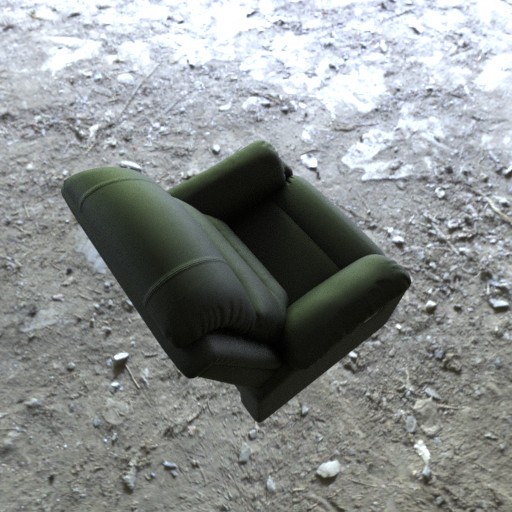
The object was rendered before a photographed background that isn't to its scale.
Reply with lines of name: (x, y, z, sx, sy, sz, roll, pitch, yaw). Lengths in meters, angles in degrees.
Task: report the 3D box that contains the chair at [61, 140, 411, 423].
chair: (0.000, 0.000, 1.585, 0.919, 0.992, 0.855, -33, 64, -18)
